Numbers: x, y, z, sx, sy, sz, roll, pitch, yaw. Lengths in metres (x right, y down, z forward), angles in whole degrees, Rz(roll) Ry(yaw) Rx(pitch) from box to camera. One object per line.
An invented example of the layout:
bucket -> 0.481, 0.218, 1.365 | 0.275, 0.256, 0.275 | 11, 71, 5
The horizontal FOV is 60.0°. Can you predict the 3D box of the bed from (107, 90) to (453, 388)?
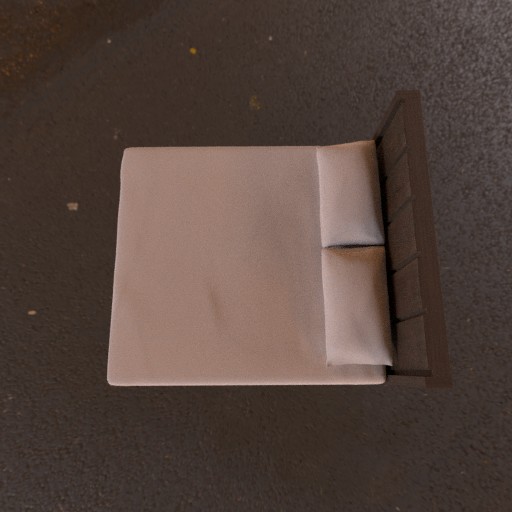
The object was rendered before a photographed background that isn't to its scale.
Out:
bed -> 0.000, 0.000, 3.069 | 1.992, 1.261, 1.735 | 0, 76, 0
